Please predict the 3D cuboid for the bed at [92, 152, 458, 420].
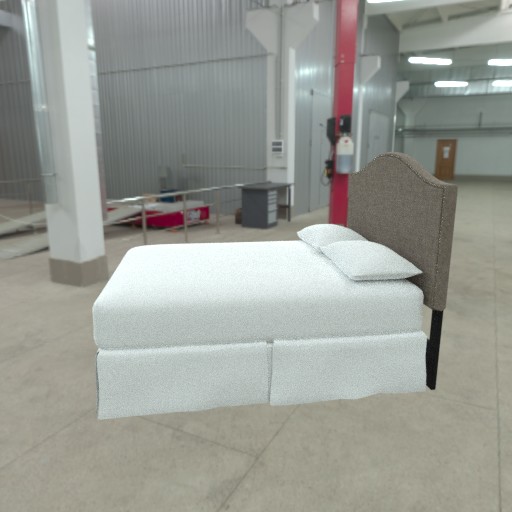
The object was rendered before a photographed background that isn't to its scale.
[{"bbox_3d":[0.000,0.000,3.324,2.153,1.518,1.713,-2,13,-8],"label":"bed"}]
